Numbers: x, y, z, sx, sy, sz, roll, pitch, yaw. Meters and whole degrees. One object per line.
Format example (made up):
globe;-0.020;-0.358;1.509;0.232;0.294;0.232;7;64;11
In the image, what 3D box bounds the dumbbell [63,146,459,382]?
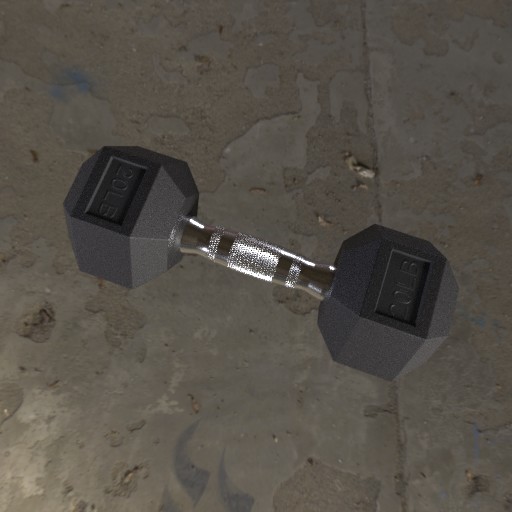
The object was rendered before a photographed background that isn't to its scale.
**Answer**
dumbbell;0.000;0.000;0.356;0.297;0.101;0.116;19;76;5
